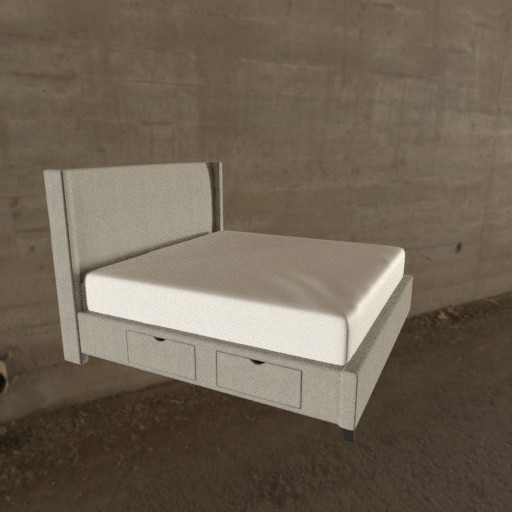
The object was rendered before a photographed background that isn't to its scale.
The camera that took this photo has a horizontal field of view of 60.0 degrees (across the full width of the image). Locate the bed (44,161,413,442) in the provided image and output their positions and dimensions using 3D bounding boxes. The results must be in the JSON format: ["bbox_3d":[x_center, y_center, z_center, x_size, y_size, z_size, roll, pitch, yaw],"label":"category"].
[{"bbox_3d":[0.000,0.000,3.709,2.280,1.470,2.140,7,15,26],"label":"bed"}]
